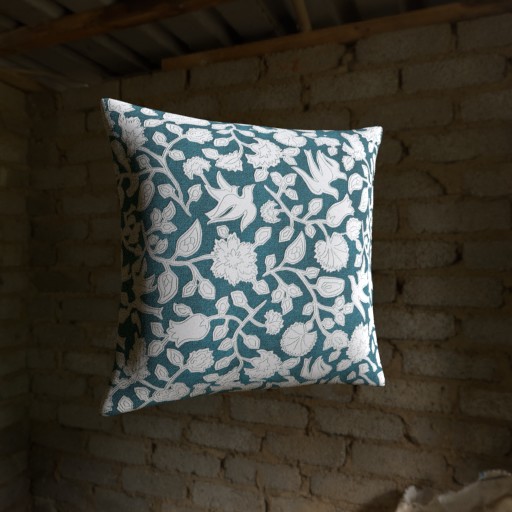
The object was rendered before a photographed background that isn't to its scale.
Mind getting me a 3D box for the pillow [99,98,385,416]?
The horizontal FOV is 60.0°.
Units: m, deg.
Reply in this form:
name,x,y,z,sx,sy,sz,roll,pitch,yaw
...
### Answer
name,x,y,z,sx,sy,sz,roll,pitch,yaw
pillow,0.000,0.000,0.787,0.525,0.508,0.166,0,0,-18
